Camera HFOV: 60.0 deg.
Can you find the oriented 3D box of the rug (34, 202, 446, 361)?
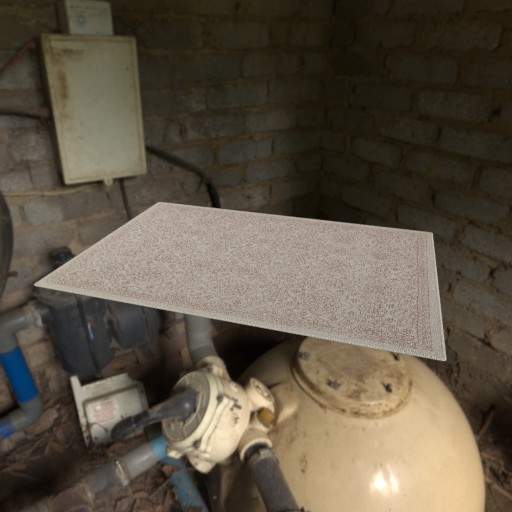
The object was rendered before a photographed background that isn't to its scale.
[{"bbox_3d":[0.000,0.000,2.372,1.829,0.010,1.219,8,28,16],"label":"rug"}]
